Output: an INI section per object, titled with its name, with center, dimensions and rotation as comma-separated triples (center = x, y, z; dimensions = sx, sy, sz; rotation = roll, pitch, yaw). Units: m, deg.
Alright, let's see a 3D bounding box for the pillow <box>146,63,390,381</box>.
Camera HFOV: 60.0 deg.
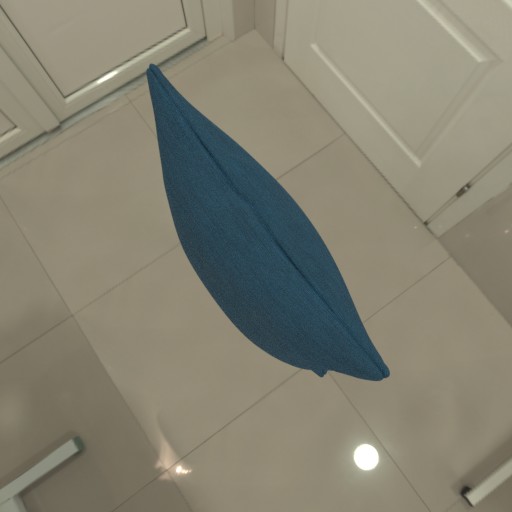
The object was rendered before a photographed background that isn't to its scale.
[pillow]
center = 0.000, 0.000, 0.671
dimensions = 0.177, 0.420, 0.437
rotation = -35, 78, -9
